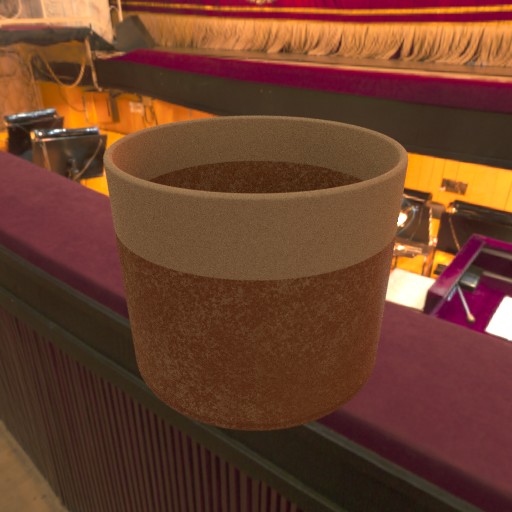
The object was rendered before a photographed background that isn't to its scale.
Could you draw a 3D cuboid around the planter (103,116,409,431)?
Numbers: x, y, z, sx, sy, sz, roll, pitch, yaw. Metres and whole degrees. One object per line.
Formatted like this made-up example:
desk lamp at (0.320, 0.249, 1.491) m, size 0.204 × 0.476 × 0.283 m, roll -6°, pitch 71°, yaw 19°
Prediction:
planter at (0.000, 0.000, 0.272) m, size 0.159 × 0.138 × 0.159 m, roll 0°, pitch 28°, yaw 0°
